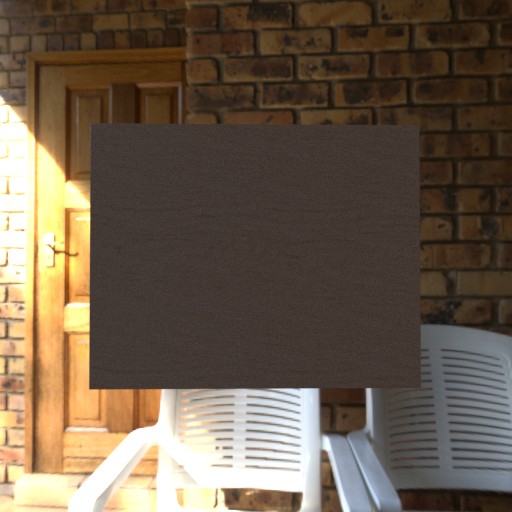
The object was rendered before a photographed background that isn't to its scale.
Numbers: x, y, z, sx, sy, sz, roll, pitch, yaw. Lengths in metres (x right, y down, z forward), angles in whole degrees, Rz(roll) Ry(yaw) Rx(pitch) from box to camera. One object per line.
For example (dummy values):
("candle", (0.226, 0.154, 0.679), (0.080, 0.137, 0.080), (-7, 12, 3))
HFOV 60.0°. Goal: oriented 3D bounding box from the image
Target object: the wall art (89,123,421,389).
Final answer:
("wall art", (0.000, 0.000, 0.687), (0.508, 0.406, 0.013), (0, -1, -1))
